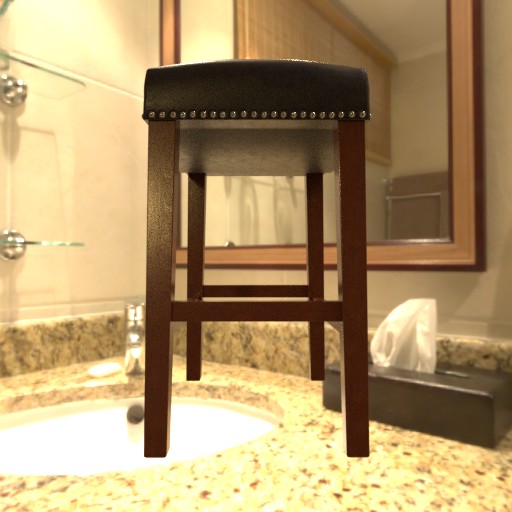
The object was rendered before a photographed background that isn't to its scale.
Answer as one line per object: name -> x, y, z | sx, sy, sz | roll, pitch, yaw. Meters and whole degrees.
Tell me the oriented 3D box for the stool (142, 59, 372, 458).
stool -> 0.000, 0.000, 0.953 | 0.372, 0.654, 0.504 | 0, 0, 0
